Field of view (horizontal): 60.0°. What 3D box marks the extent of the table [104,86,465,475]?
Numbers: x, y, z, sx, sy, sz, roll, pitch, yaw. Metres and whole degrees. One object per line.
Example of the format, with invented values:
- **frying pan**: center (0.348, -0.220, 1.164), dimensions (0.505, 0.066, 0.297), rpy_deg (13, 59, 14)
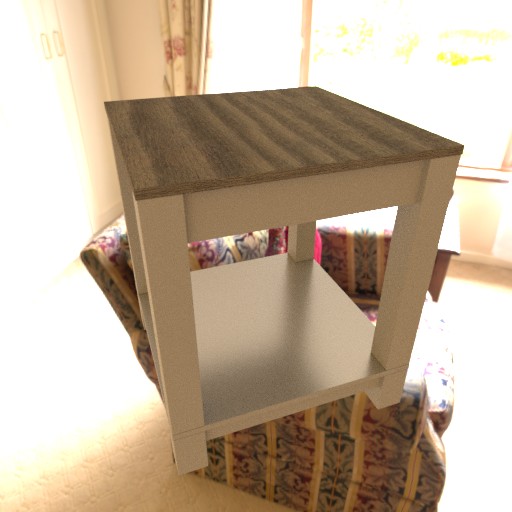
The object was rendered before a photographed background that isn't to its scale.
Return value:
- **table**: center (0.000, 0.000, 0.969), dimensions (0.504, 0.587, 0.506), rpy_deg (-11, 33, -17)
